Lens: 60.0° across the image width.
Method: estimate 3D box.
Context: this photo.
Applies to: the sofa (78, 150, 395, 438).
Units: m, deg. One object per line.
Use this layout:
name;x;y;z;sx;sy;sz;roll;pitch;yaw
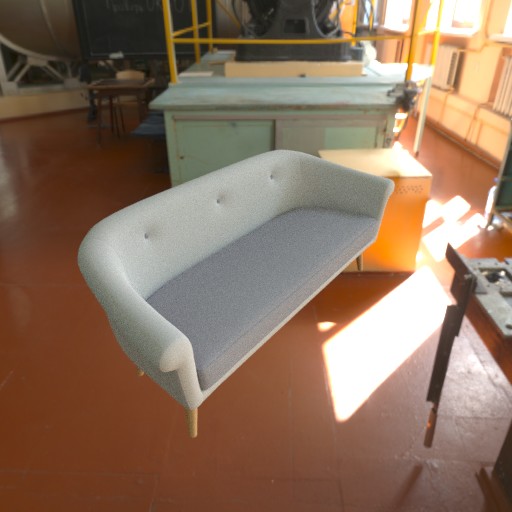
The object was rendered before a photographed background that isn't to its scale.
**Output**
sofa;0.000;0.000;2.542;0.827;0.795;2.160;19;34;31
